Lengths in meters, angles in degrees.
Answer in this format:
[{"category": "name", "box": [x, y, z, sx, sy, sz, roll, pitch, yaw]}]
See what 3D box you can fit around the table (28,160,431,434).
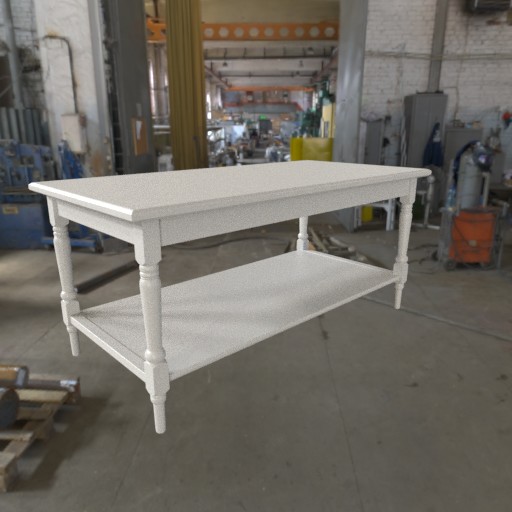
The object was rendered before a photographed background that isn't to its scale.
[{"category": "table", "box": [0.000, 0.000, 1.395, 1.109, 0.506, 0.551, -15, 22, -41]}]
